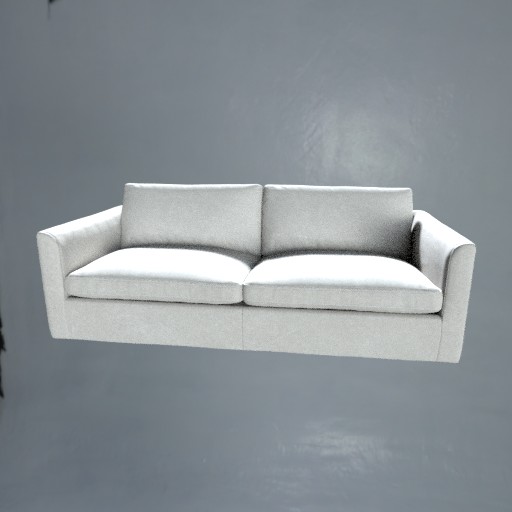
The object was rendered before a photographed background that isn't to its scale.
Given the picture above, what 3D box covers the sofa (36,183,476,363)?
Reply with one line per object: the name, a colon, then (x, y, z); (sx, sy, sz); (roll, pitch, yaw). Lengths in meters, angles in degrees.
sofa: (0.000, 0.000, 2.781); (2.588, 0.838, 1.090); (2, 14, 8)
